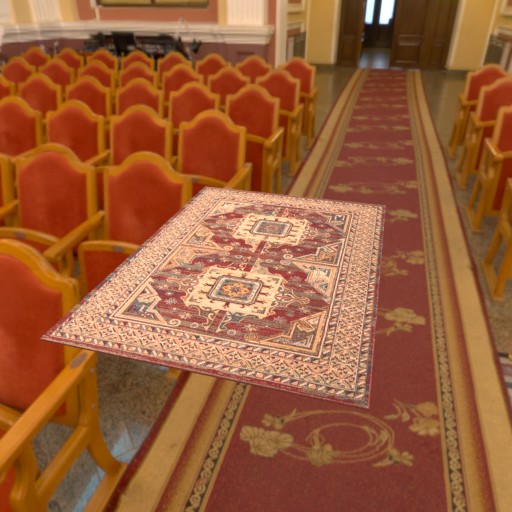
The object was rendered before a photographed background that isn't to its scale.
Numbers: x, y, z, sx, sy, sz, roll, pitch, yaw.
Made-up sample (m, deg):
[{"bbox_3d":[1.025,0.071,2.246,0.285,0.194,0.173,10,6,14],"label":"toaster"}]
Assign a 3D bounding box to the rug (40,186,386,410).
[{"bbox_3d":[0.000,0.000,2.935,1.599,0.011,2.210,8,30,14],"label":"rug"}]
